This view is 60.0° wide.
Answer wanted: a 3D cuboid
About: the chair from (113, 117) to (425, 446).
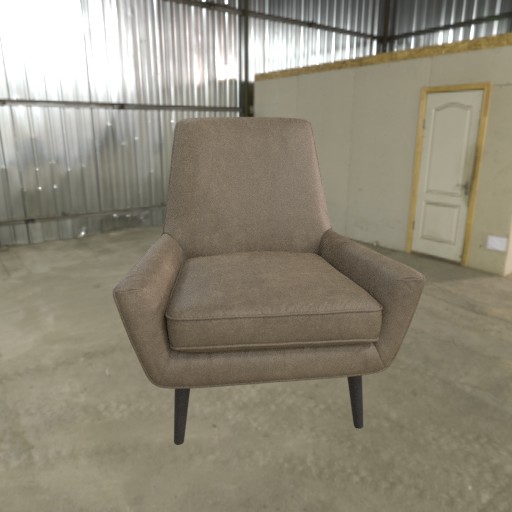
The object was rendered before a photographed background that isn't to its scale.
[{"bbox_3d":[0.000,0.000,1.470,0.787,0.888,0.824,-2,17,-7],"label":"chair"}]
